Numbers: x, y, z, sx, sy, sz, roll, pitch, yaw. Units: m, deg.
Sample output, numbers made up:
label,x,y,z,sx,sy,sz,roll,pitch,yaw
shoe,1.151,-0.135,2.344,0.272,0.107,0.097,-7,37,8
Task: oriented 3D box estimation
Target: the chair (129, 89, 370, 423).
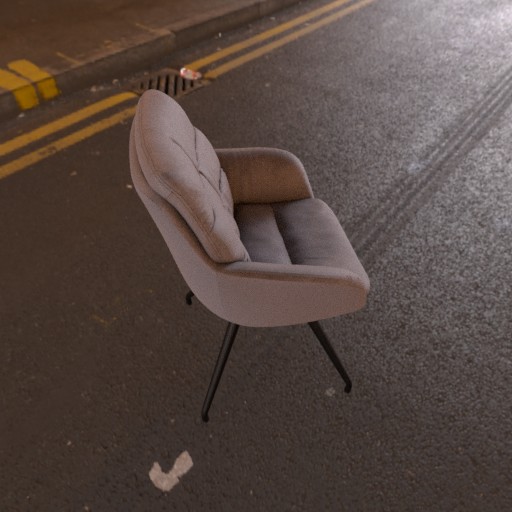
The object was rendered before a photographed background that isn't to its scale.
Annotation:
label,x,y,z,sx,sy,sz,roll,pitch,yaw
chair,0.000,0.000,1.273,0.569,0.888,0.579,-9,45,-9
